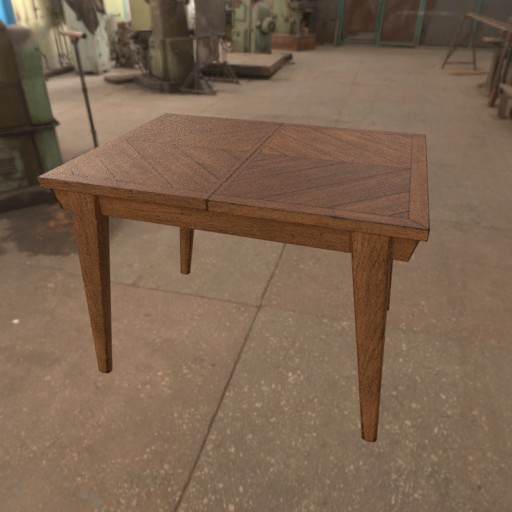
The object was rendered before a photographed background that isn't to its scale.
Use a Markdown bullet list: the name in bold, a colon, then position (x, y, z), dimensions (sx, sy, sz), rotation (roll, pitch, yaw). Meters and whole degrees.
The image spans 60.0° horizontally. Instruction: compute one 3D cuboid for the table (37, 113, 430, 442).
- **table**: position (0.000, 0.000, 1.594), dimensions (1.027, 0.760, 0.757), rotation (9, 33, 15)
